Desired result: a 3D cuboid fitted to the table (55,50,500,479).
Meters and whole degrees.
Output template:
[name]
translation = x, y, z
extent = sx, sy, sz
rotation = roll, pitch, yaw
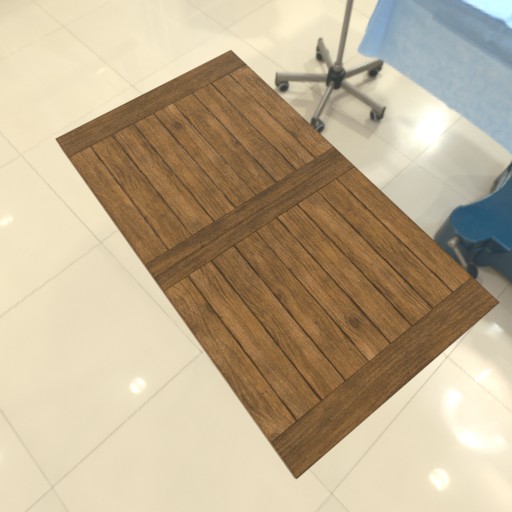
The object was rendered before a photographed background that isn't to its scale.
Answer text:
[table]
translation = 0.000, 0.000, 2.080
extent = 0.931, 0.757, 1.641
rotation = -34, 68, -16
